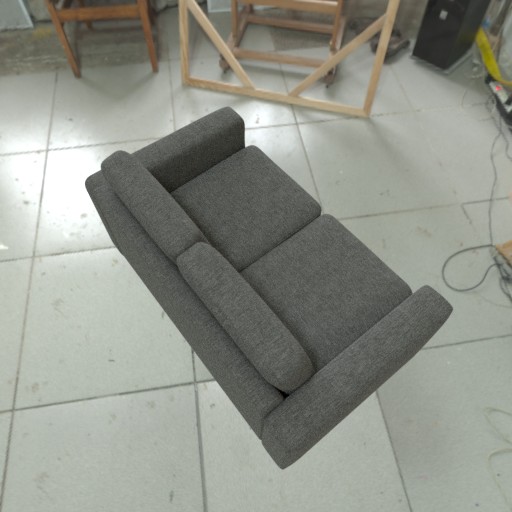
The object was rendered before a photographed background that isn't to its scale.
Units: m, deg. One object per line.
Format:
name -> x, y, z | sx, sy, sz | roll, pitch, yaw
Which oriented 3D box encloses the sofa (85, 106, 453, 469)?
sofa -> 0.000, 0.000, 2.039 | 0.900, 0.800, 1.520 | -34, 64, -19
